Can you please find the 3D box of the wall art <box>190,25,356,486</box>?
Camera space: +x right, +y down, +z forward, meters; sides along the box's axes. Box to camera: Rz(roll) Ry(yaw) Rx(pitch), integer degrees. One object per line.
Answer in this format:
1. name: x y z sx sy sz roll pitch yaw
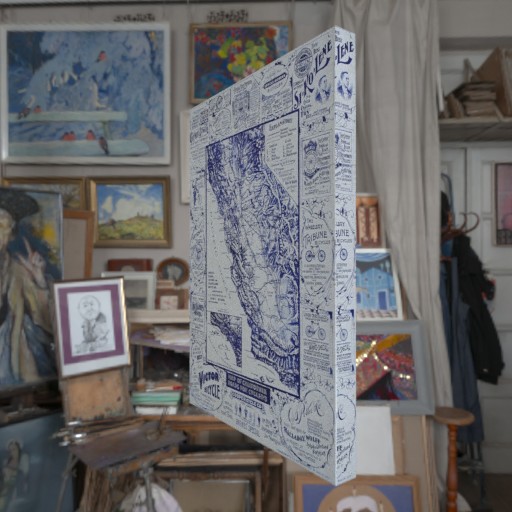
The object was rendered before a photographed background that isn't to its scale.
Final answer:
1. wall art: 0.000 0.000 0.471 0.025 0.376 0.255 0 0 -36
